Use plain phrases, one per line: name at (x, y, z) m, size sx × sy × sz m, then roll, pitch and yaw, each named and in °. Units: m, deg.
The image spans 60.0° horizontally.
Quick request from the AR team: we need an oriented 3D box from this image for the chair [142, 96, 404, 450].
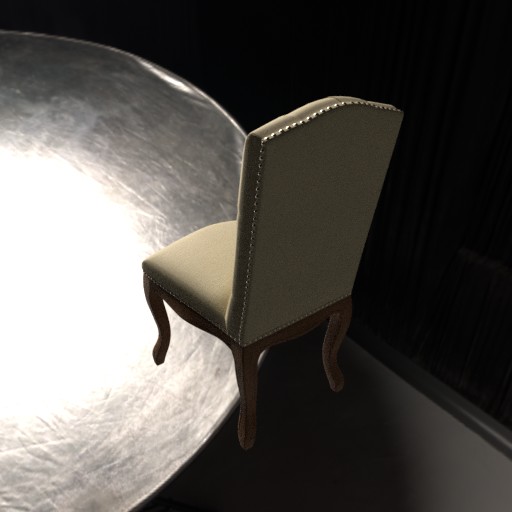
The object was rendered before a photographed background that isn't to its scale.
chair at (0.000, 0.000, 1.555) m, size 0.623 × 1.165 × 0.715 m, roll -20°, pitch 36°, yaw -31°
